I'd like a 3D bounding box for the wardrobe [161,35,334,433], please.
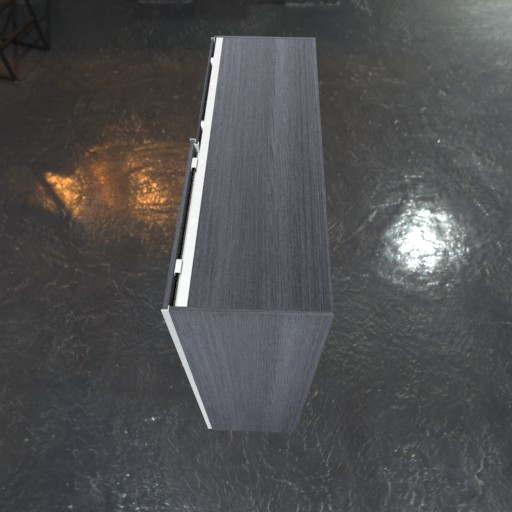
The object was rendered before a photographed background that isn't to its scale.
[{"bbox_3d":[0.000,0.000,2.908,0.629,1.960,1.780,2,57,1],"label":"wardrobe"}]
